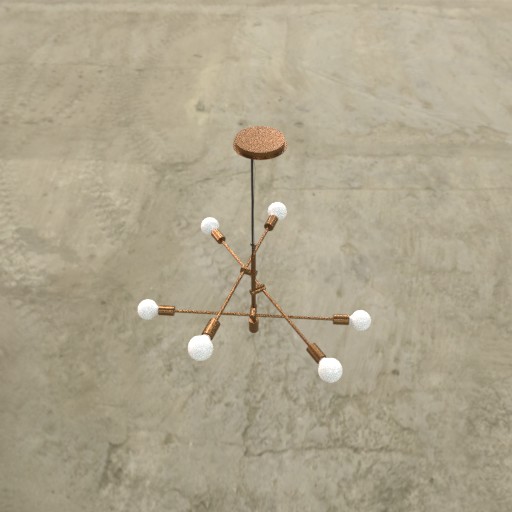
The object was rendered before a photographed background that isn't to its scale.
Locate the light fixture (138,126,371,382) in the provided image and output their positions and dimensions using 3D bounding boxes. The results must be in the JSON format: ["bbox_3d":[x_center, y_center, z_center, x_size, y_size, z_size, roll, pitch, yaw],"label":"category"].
[{"bbox_3d":[0.000,0.000,1.251,0.682,0.744,0.637,24,51,22],"label":"light fixture"}]
